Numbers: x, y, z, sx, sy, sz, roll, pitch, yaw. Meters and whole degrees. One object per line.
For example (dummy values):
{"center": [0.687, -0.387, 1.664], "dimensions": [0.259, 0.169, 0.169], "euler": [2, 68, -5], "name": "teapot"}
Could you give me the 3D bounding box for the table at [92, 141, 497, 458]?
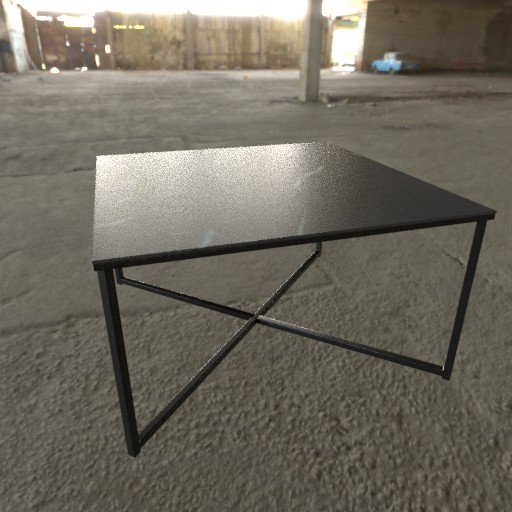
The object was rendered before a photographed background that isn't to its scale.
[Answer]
{"center": [0.000, 0.000, 1.253], "dimensions": [0.800, 0.450, 0.800], "euler": [-8, 26, -16], "name": "table"}
